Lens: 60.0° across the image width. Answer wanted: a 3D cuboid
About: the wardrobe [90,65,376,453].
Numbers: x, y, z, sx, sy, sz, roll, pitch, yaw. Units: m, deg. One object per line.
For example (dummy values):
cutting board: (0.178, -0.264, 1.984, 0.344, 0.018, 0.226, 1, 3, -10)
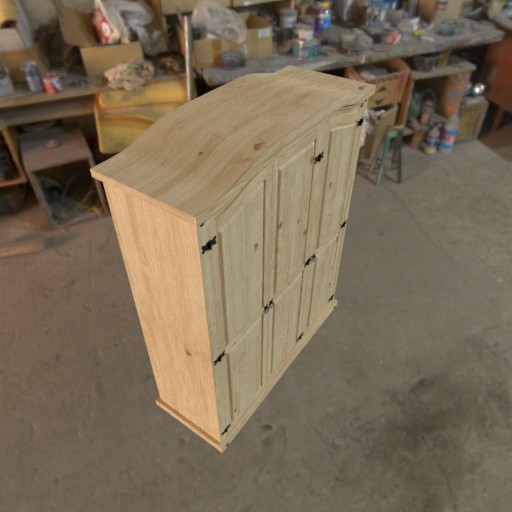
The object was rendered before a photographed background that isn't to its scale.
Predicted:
wardrobe: (0.000, 0.000, 2.684, 0.570, 1.870, 1.500, 25, 47, 26)
